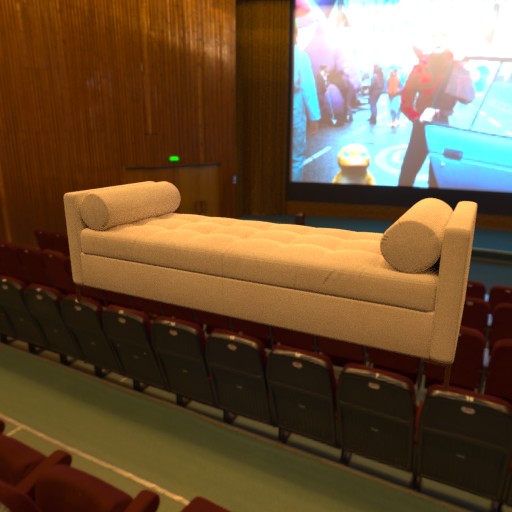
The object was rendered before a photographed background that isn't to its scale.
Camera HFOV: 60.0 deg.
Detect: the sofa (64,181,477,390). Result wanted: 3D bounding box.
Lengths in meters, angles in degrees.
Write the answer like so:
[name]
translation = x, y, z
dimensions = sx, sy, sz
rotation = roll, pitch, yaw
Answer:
[sofa]
translation = 0.000, 0.000, 2.296
dimensions = 1.981, 0.635, 0.686
rotation = 8, 18, 26
